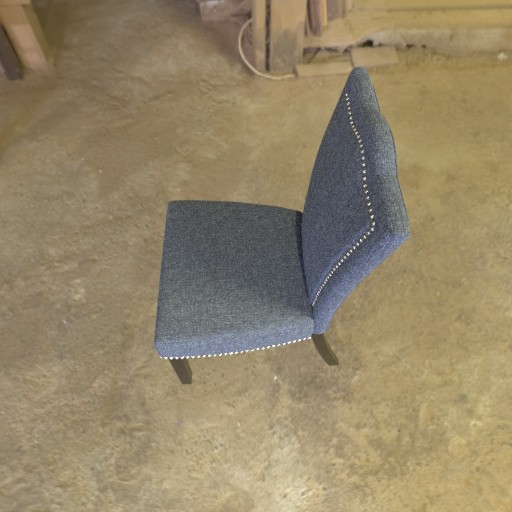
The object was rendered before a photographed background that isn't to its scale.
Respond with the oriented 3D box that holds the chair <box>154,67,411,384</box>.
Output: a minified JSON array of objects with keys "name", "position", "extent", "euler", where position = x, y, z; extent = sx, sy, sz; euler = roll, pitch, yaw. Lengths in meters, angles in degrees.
[{"name":"chair","position":[0.000,0.000,1.306],"extent":[0.589,0.946,0.518],"euler":[-1,58,-1]}]
